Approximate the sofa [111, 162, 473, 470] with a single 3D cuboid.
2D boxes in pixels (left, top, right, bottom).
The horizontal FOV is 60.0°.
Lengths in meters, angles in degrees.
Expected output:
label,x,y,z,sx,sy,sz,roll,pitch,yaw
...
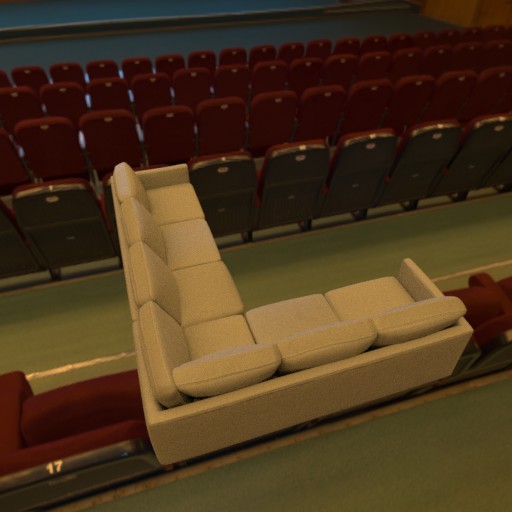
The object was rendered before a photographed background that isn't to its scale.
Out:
label,x,y,z,sx,sy,sz,roll,pitch,yaw
sofa,0.000,0.000,4.486,2.592,0.947,3.301,-12,43,-13
